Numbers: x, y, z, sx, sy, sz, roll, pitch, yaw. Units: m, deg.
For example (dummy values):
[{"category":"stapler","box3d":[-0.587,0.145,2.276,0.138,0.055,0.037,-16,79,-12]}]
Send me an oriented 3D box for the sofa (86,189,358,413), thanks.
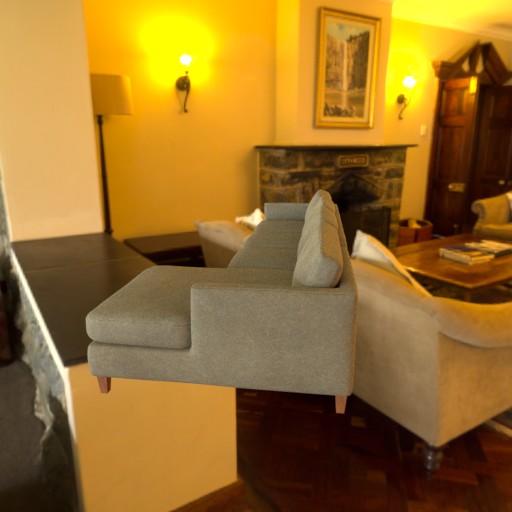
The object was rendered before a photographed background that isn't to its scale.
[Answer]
[{"category":"sofa","box3d":[0.000,0.000,4.130,1.604,0.950,3.471,2,15,8]}]
